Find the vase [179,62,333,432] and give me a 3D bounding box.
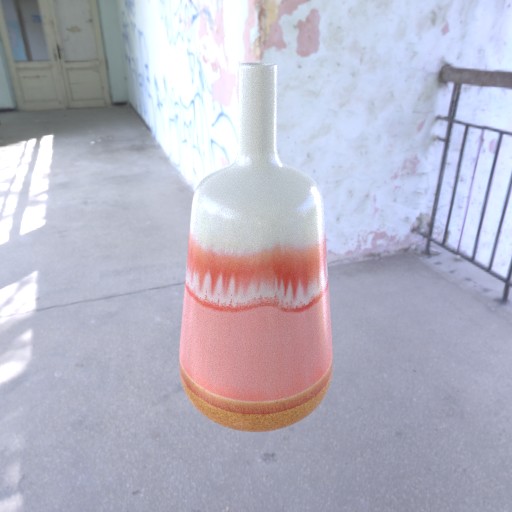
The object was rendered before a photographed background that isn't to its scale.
[{"bbox_3d":[0.000,0.000,0.372,0.144,0.296,0.144,0,28,0],"label":"vase"}]
